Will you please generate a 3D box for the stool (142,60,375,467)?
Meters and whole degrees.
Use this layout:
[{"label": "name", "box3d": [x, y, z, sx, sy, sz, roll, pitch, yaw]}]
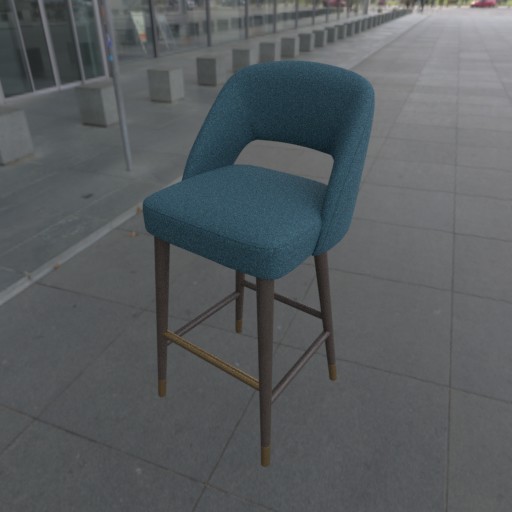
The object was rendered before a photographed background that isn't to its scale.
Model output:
[{"label": "stool", "box3d": [0.000, 0.000, 1.329, 0.536, 1.032, 0.522, 21, 36, 31]}]
